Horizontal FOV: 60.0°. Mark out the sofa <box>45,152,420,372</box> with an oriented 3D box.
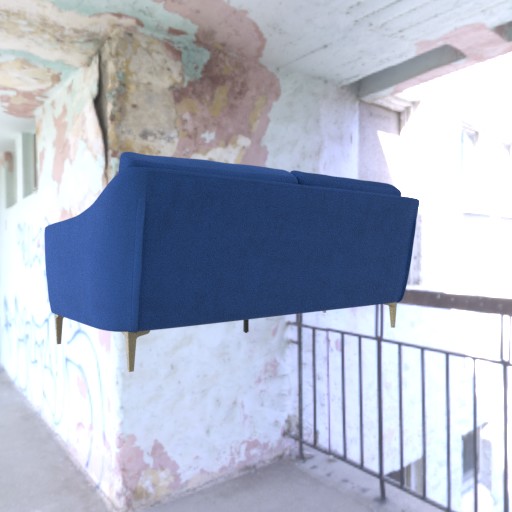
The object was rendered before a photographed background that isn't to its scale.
[{"bbox_3d":[0.000,0.000,2.511,2.036,0.903,0.960,-1,1,-36],"label":"sofa"}]
